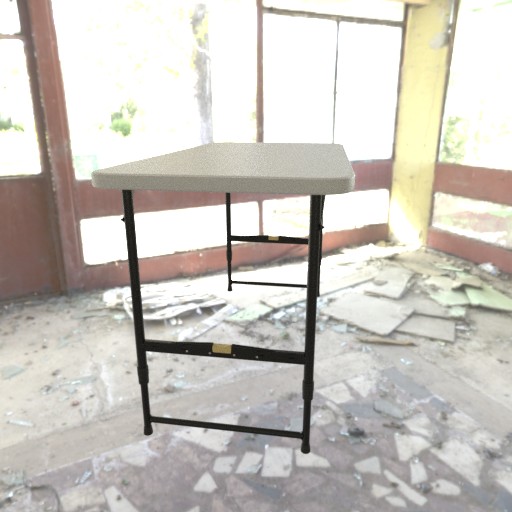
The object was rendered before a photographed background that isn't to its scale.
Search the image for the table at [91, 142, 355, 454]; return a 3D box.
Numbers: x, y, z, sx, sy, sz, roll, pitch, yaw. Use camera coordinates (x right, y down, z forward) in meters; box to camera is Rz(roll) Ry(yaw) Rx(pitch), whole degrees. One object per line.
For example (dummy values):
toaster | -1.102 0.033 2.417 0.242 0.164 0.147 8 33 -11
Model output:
table | 0.000 0.000 1.621 0.610 0.737 1.219 3 18 9
